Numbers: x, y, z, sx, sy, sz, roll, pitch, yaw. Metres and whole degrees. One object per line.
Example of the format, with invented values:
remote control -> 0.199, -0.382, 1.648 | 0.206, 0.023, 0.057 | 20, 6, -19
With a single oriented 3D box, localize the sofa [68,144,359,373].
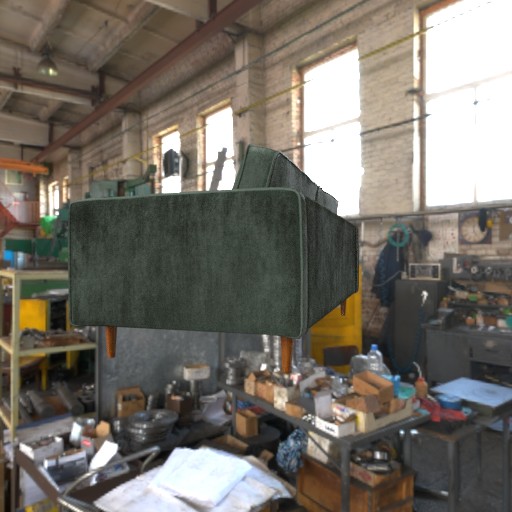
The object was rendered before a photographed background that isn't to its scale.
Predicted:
sofa -> 0.000, 0.000, 2.305 | 0.886, 0.781, 1.816 | 0, 0, 18
